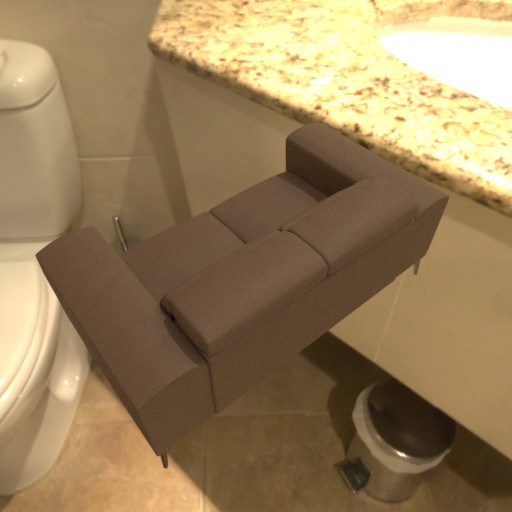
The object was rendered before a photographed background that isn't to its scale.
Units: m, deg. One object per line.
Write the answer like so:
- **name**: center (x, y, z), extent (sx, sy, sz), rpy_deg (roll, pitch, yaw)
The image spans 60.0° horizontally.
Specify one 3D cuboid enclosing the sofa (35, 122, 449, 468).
- **sofa**: center (0.000, 0.000, 2.373), extent (1.895, 0.779, 1.003), rpy_deg (-31, 54, -26)
